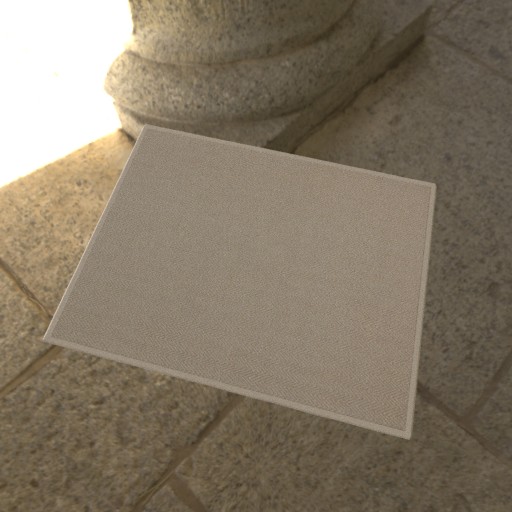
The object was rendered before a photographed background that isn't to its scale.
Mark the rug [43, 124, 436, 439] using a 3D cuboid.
[{"bbox_3d":[0.000,0.000,4.019,3.051,0.020,2.407,13,65,6],"label":"rug"}]
